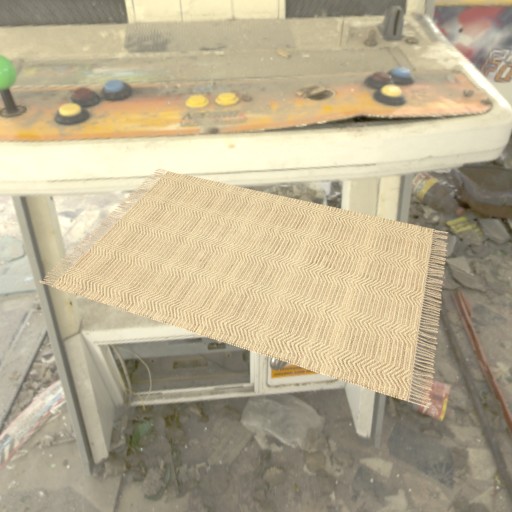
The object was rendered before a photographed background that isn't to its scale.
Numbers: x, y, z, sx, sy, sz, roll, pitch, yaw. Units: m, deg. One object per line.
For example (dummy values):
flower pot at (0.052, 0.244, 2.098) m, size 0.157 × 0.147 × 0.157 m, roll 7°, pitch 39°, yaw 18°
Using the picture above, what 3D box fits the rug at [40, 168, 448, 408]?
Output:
rug at (0.000, 0.000, 2.504) m, size 2.021 × 0.027 × 1.224 m, roll 15°, pitch 44°, yaw 15°
